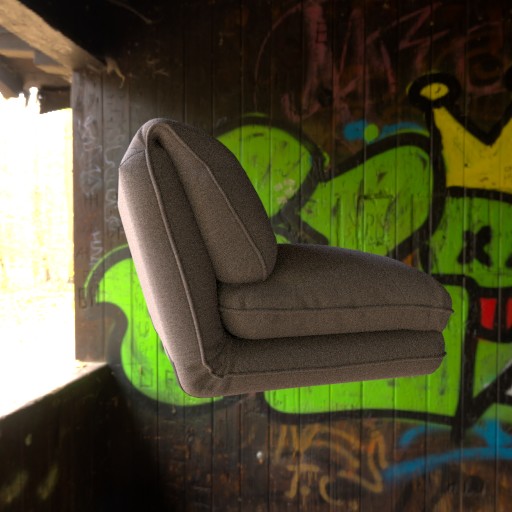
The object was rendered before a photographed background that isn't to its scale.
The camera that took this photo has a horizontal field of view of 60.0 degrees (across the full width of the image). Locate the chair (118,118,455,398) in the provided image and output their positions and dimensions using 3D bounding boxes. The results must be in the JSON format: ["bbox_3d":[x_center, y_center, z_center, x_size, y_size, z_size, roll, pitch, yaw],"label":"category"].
[{"bbox_3d":[0.000,0.000,1.318,0.780,0.580,0.820,0,2,-17],"label":"chair"}]
